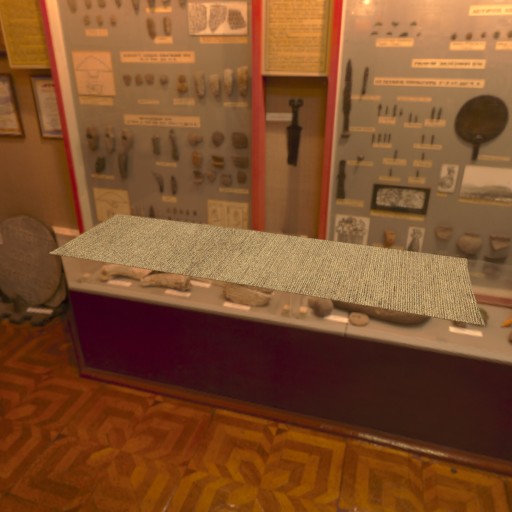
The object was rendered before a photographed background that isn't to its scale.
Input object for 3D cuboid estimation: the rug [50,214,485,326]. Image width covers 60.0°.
[{"bbox_3d":[0.000,0.000,2.561,2.335,0.013,0.697,8,27,17],"label":"rug"}]
